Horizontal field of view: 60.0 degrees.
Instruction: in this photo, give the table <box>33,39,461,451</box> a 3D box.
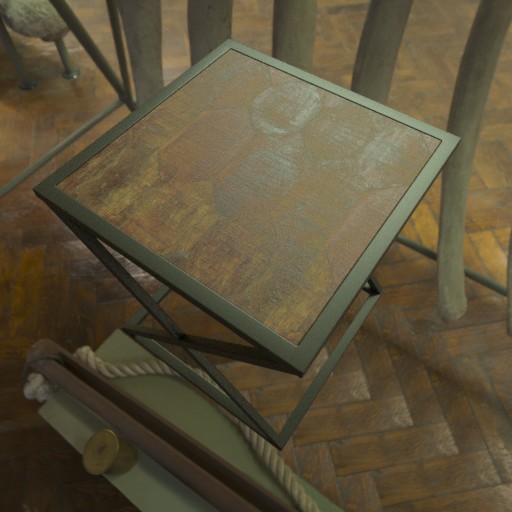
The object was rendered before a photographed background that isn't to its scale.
[{"bbox_3d":[0.000,0.000,0.957,0.500,0.565,0.500,31,63,18],"label":"table"}]
